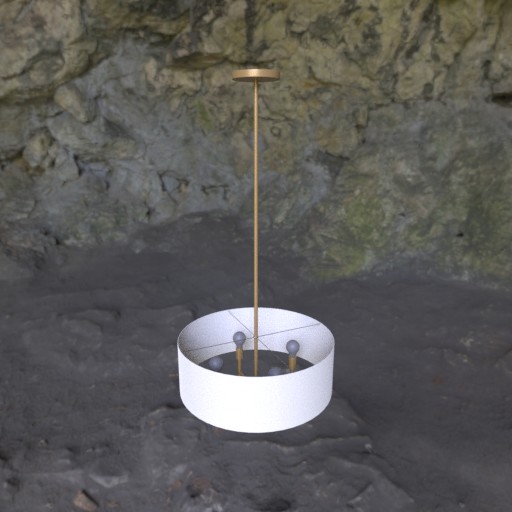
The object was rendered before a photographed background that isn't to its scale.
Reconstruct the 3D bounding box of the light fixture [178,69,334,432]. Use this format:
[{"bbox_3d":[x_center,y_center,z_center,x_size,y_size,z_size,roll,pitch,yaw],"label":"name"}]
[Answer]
[{"bbox_3d":[0.000,0.000,1.383,0.508,1.067,0.508,0,15,0],"label":"light fixture"}]
